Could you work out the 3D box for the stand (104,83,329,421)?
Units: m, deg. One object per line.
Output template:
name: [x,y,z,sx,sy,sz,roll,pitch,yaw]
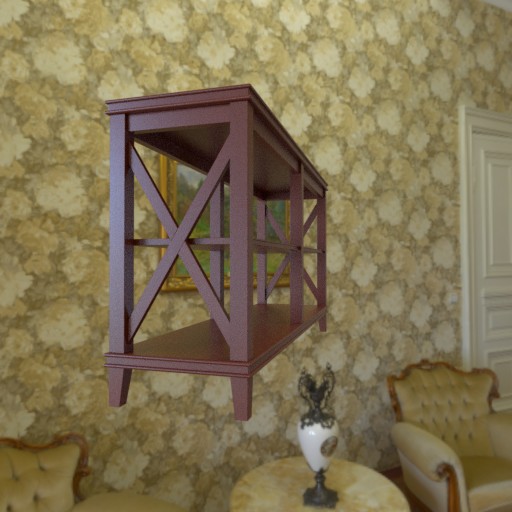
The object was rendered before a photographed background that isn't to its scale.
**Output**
stand: [0.000,0.000,1.703,0.381,0.762,1.372,0,-1,17]
